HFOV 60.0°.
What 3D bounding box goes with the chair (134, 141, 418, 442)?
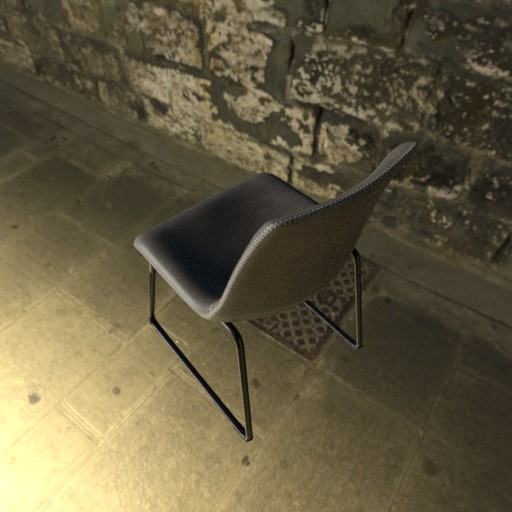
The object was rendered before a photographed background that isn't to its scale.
[{"bbox_3d":[0.000,0.000,1.111,0.460,0.780,0.550,-31,55,-26],"label":"chair"}]
